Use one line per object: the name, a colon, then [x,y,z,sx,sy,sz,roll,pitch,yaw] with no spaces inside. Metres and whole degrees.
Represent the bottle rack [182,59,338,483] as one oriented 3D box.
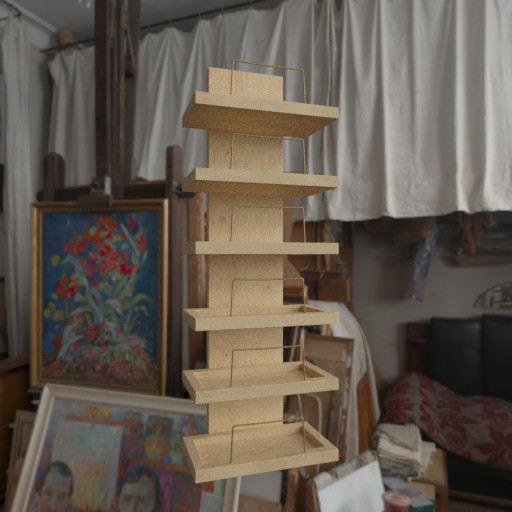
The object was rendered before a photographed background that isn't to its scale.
bottle rack: [0.000,0.000,1.063,0.330,0.943,0.206,0,0,-18]
